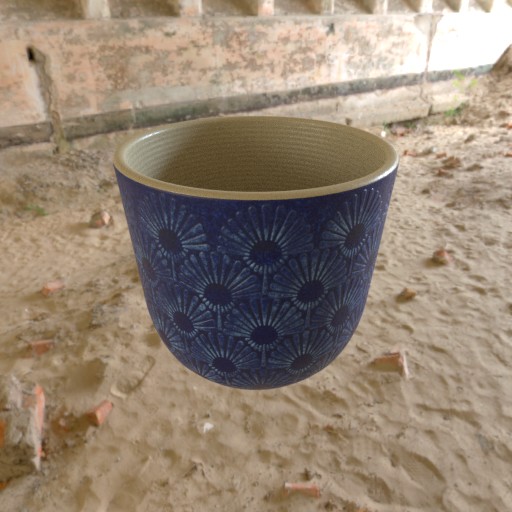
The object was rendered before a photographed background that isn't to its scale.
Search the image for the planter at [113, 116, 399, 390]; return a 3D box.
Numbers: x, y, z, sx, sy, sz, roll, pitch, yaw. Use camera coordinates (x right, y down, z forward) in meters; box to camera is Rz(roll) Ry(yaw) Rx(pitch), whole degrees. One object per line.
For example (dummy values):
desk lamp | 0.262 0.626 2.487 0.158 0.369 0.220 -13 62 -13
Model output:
planter | 0.000 0.000 0.376 0.206 0.190 0.206 0 29 0
